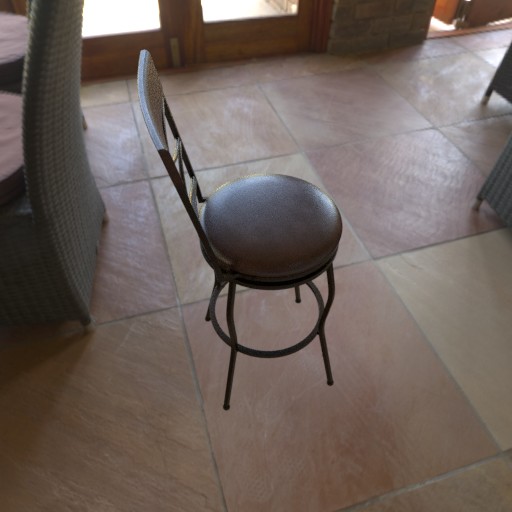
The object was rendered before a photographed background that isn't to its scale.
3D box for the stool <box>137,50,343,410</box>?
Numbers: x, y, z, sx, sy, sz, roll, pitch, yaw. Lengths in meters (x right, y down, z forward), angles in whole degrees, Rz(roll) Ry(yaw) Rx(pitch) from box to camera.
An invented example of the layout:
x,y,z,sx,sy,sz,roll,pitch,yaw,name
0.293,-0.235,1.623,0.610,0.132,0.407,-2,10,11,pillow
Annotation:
x,y,z,sx,sy,sz,roll,pitch,yaw,name
0.000,0.000,1.386,0.513,1.130,0.448,-10,48,-9,stool
